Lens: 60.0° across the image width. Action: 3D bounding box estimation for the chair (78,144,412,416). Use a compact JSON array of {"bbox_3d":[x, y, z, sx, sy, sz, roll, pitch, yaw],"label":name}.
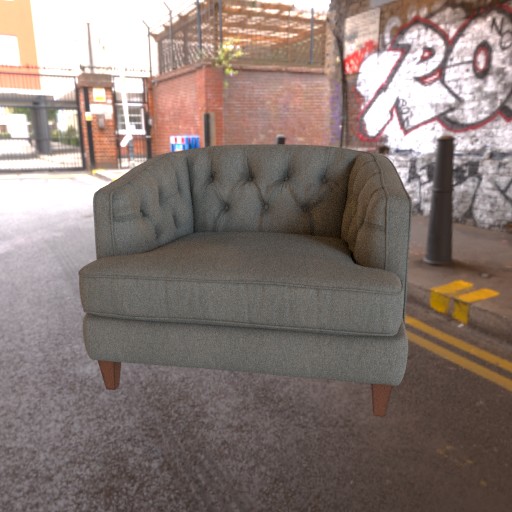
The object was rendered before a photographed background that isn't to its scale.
[{"bbox_3d":[0.000,0.000,1.769,1.094,0.852,0.945,2,15,9],"label":"chair"}]
